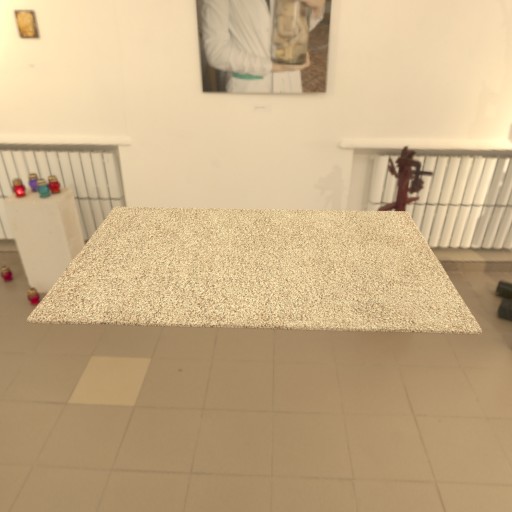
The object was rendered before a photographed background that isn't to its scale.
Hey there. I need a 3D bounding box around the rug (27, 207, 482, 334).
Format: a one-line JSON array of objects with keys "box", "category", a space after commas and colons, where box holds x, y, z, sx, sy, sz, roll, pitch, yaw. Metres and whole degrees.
[{"box": [0.000, 0.000, 3.020, 2.438, 0.030, 1.524, 1, 30, 2], "category": "rug"}]
